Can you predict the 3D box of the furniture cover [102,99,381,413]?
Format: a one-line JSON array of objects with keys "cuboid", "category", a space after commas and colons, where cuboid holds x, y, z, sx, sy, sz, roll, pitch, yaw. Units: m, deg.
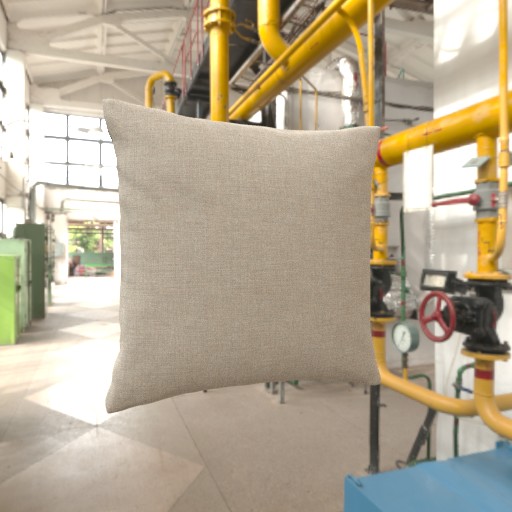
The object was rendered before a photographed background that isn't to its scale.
[{"cuboid": [0.000, 0.000, 0.790, 0.517, 0.508, 0.158, 0, 0, -19], "category": "furniture cover"}]
